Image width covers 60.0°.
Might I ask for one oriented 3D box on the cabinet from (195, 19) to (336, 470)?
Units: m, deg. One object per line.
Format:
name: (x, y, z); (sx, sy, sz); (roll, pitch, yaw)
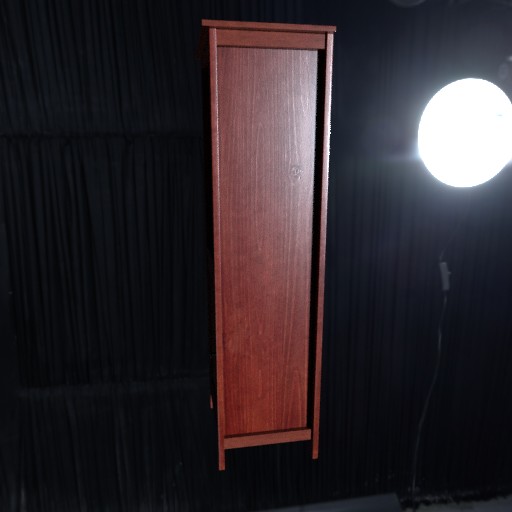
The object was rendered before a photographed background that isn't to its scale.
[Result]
cabinet: (0.000, 0.000, 1.710); (0.401, 1.518, 0.500); (-2, 14, -10)
